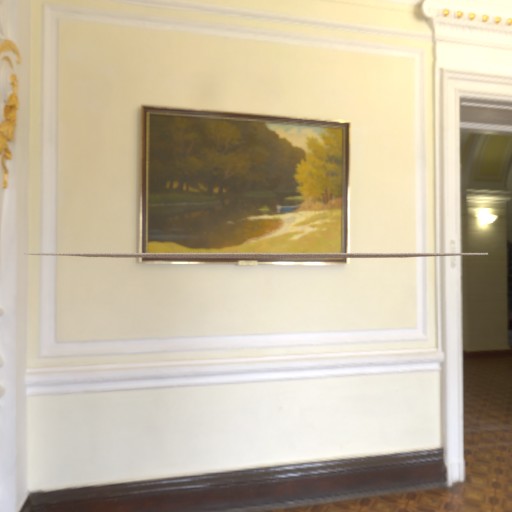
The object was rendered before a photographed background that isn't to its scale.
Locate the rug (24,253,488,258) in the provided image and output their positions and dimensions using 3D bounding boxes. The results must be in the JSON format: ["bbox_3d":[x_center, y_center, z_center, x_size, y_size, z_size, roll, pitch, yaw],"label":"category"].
[{"bbox_3d":[0.000,0.000,3.091,2.442,0.016,1.527,0,-1,0],"label":"rug"}]
